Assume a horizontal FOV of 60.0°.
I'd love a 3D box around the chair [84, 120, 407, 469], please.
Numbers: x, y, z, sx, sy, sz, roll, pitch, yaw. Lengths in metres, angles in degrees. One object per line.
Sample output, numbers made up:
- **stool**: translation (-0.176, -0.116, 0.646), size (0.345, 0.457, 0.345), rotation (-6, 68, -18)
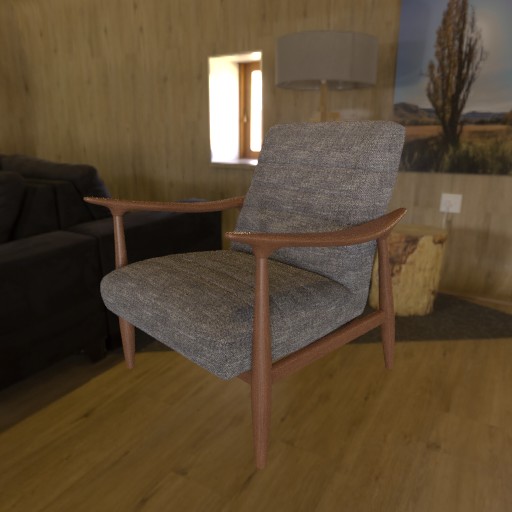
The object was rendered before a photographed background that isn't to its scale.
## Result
- **chair**: translation (0.000, 0.000, 1.414), size (0.798, 0.832, 0.741), rotation (-15, 22, -42)
